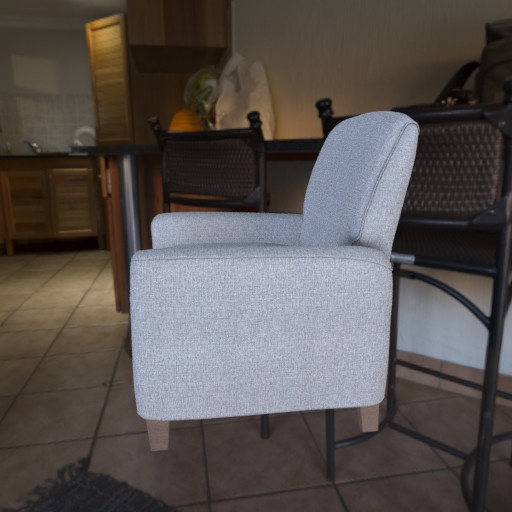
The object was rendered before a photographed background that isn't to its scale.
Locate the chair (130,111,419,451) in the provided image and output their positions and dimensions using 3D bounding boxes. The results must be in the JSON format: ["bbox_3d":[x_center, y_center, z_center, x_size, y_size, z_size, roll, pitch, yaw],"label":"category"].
[{"bbox_3d":[0.000,0.000,1.628,0.864,1.014,0.848,-2,14,-8],"label":"chair"}]
